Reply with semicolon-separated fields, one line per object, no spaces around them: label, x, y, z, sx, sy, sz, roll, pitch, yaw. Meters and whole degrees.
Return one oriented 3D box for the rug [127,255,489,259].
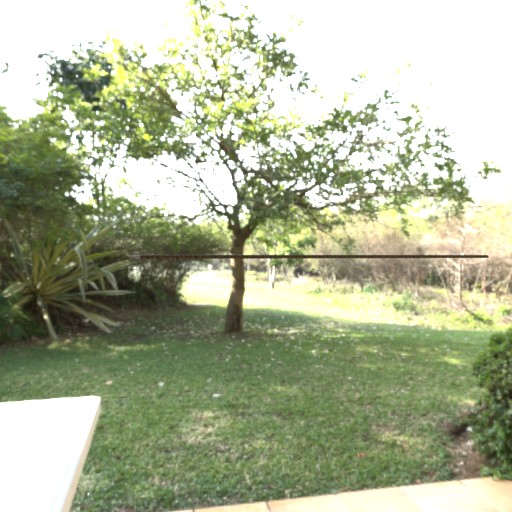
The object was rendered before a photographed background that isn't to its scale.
rug;0.000;0.000;2.780;1.509;0.013;2.144;0;0;-17
